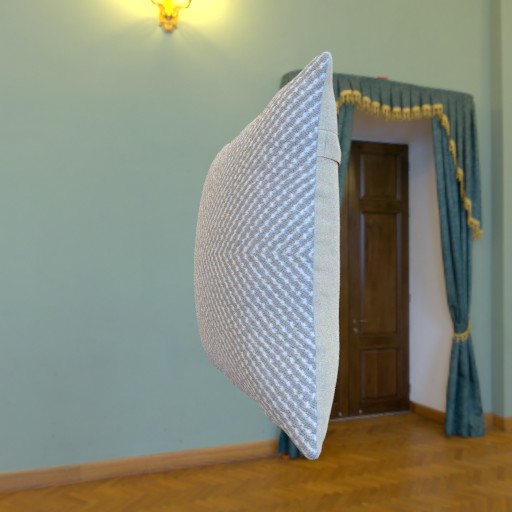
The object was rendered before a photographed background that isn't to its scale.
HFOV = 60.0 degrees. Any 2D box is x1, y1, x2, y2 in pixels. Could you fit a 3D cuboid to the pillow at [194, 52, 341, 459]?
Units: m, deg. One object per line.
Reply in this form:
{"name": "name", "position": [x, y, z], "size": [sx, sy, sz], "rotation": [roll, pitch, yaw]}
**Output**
{"name": "pillow", "position": [0.000, 0.000, 0.704], "size": [0.181, 0.458, 0.459], "rotation": [0, -1, -18]}
